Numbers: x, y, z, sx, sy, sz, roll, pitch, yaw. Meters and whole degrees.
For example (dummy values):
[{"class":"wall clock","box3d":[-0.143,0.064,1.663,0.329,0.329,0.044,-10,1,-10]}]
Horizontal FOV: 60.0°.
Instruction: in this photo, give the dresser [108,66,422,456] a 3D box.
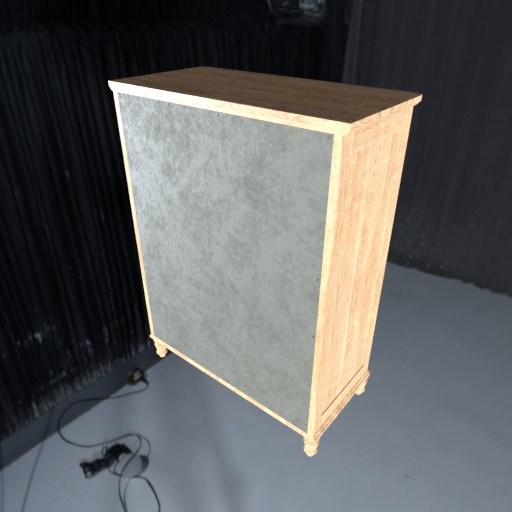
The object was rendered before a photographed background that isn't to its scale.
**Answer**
[{"class":"dresser","box3d":[0.000,0.000,1.821,0.973,1.318,0.484,22,37,33]}]
